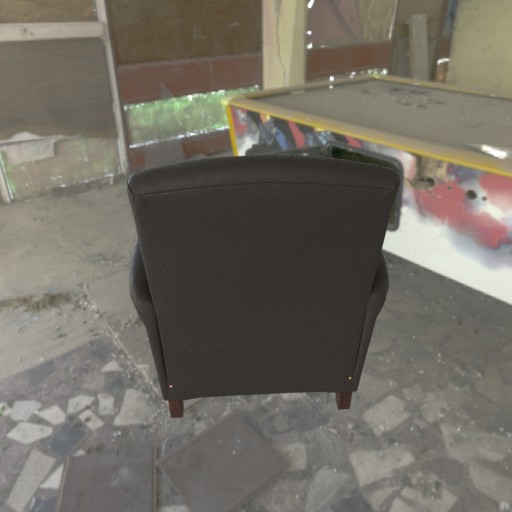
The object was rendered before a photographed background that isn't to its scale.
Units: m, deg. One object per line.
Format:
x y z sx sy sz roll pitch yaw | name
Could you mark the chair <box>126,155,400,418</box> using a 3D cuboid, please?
0.000 0.000 1.778 0.978 1.061 0.902 -2 30 -3 | chair
